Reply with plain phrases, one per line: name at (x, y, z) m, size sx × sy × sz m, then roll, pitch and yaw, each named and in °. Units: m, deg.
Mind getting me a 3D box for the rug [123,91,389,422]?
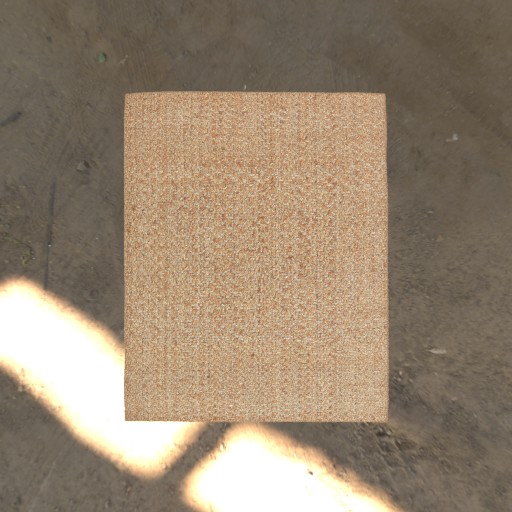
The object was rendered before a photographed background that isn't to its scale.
rug at (0.000, 0.000, 4.081) m, size 2.439 × 0.013 × 3.048 m, roll 0°, pitch 89°, yaw 0°
